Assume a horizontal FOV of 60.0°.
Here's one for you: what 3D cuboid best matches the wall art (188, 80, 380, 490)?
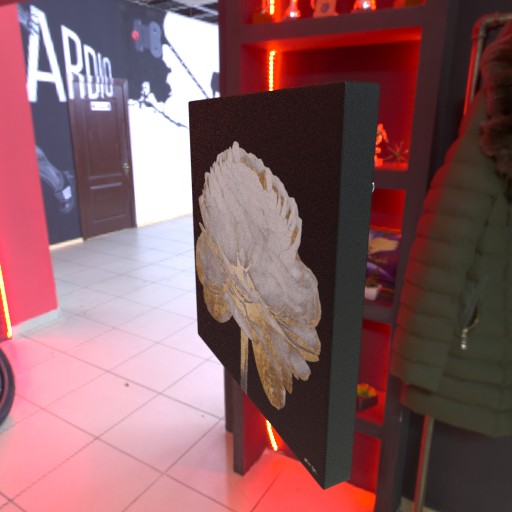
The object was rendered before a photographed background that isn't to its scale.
[{"bbox_3d":[0.000,0.000,0.593,0.041,0.407,0.406,-8,19,-25],"label":"wall art"}]
